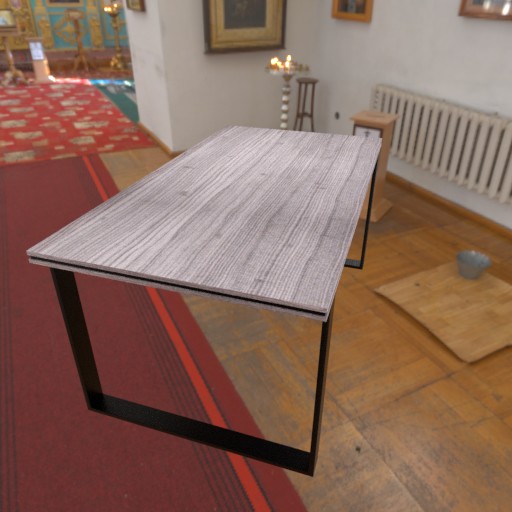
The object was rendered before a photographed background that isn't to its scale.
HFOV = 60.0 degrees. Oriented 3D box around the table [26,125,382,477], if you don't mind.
[{"bbox_3d":[0.000,0.000,1.998,0.881,0.736,1.579,9,31,16],"label":"table"}]
